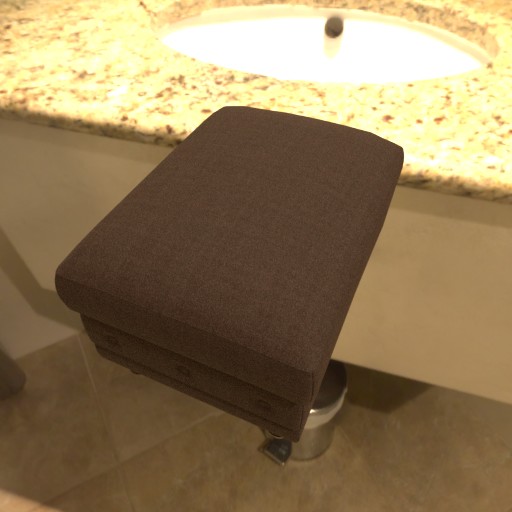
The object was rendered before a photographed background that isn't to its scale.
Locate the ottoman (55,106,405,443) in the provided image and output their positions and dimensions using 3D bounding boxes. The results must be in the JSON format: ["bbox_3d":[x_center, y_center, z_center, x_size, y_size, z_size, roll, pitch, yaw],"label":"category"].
[{"bbox_3d":[0.000,0.000,1.223,0.599,0.555,0.809,18,49,16],"label":"ottoman"}]
